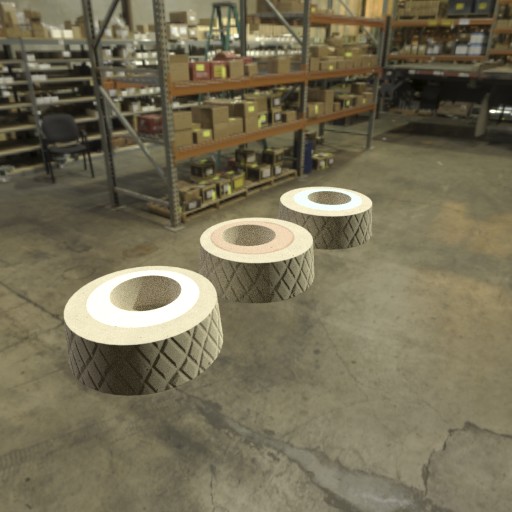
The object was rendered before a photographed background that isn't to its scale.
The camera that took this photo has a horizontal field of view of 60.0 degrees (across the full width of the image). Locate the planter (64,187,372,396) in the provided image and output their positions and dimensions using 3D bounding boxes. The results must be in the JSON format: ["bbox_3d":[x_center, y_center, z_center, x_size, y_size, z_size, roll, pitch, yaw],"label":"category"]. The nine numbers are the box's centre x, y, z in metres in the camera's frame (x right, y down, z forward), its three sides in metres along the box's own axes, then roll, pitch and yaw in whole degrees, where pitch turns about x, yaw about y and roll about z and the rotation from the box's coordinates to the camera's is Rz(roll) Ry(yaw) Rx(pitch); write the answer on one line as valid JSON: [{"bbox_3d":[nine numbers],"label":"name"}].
[{"bbox_3d":[0.000,0.000,0.429,0.114,0.038,0.390,18,31,32],"label":"planter"}]
